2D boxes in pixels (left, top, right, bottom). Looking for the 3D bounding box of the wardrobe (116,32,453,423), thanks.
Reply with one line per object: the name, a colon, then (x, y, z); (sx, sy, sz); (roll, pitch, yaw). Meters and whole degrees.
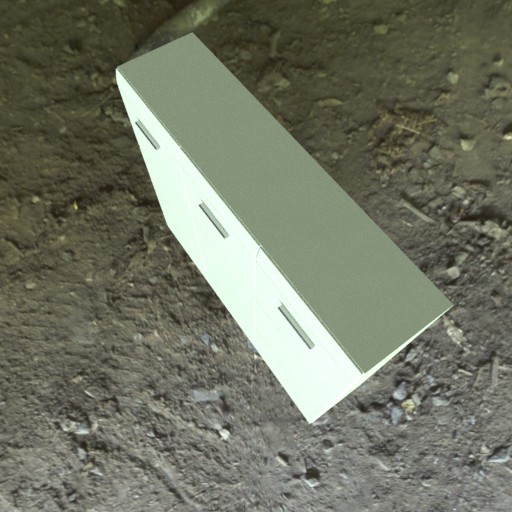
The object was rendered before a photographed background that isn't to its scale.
wardrobe: (0.000, 0.000, 1.932); (0.360, 1.200, 1.340); (-32, 68, -15)
